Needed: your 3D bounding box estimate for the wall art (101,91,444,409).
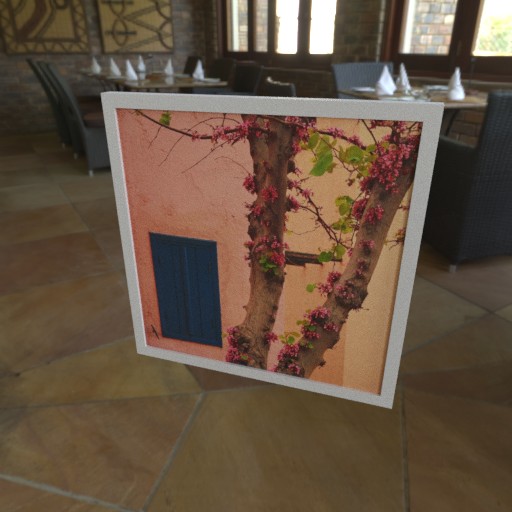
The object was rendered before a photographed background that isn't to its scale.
[{"bbox_3d":[0.000,0.000,1.125,0.762,0.762,0.038,8,26,16],"label":"wall art"}]
